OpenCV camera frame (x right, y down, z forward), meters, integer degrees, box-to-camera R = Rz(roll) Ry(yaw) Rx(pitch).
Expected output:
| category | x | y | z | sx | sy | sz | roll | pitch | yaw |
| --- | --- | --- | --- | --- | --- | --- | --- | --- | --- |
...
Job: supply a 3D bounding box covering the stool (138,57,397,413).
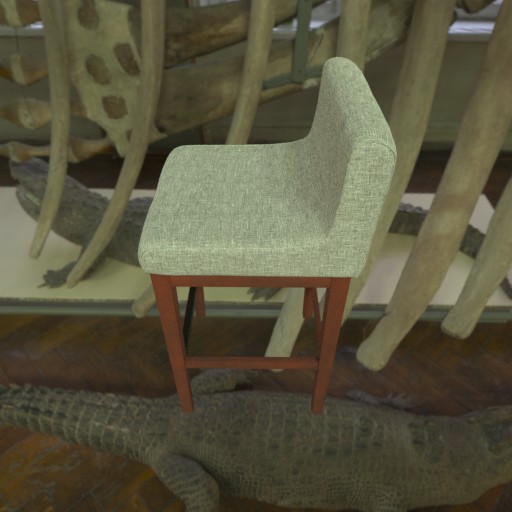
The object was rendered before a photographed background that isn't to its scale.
| category | x | y | z | sx | sy | sz | roll | pitch | yaw |
| --- | --- | --- | --- | --- | --- | --- | --- | --- | --- |
| stool | 0.000 | 0.000 | 1.101 | 0.459 | 0.835 | 0.417 | 0 | 41 | 0 |
